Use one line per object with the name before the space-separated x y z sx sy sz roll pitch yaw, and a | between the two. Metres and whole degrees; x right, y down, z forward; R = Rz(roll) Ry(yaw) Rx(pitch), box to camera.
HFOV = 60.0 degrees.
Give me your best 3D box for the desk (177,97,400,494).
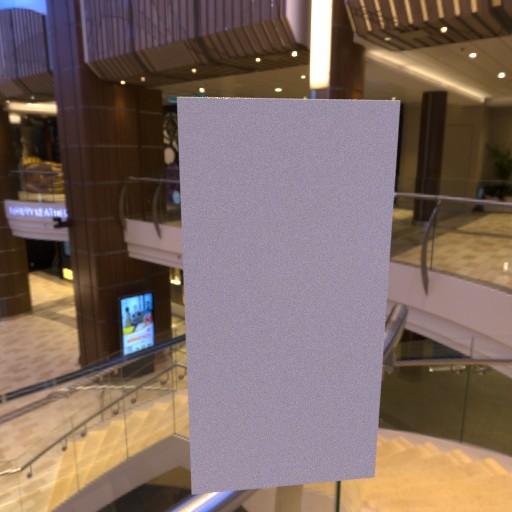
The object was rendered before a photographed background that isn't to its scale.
desk | 0.000 0.000 1.350 0.400 0.790 1.000 -2 13 -7
